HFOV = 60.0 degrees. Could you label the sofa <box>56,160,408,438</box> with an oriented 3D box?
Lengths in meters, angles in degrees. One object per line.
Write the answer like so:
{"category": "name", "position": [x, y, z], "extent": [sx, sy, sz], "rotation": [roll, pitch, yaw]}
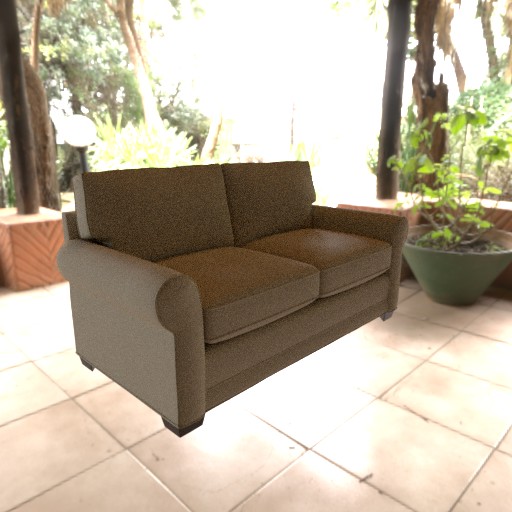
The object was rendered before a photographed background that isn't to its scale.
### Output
{"category": "sofa", "position": [0.000, 0.000, 2.314], "extent": [0.861, 0.933, 1.774], "rotation": [14, 20, 42]}
